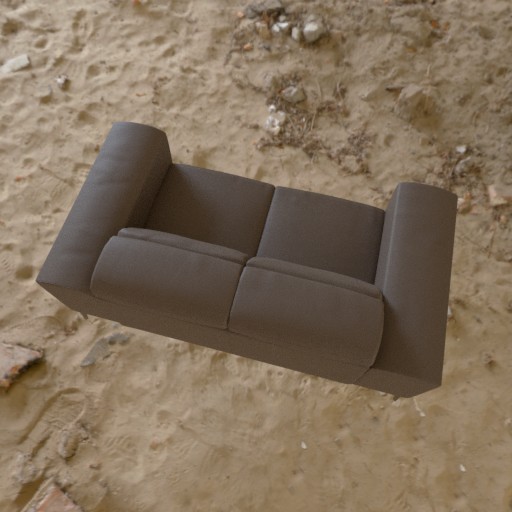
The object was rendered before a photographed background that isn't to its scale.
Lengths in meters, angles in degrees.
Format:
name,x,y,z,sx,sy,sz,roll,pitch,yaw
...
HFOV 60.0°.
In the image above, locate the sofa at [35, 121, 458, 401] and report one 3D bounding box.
name,x,y,z,sx,sy,sz,roll,pitch,yaw
sofa,0.000,0.000,2.361,1.895,0.779,1.003,13,66,6
